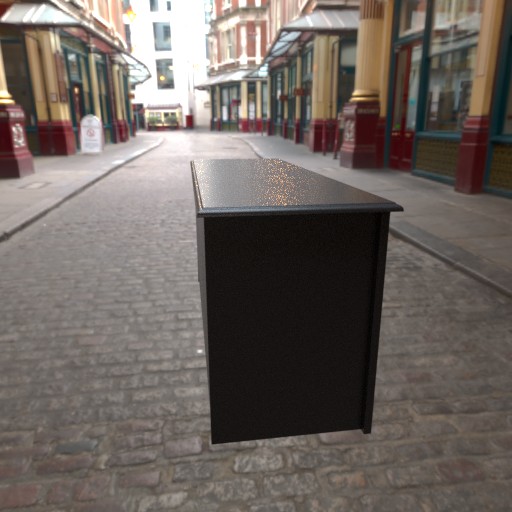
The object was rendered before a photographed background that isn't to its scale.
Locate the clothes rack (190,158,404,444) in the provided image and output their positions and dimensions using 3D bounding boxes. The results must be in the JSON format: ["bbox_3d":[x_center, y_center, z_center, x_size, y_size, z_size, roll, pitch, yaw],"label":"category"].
[{"bbox_3d":[0.000,0.000,1.498,0.406,0.556,1.219,-2,17,-8],"label":"clothes rack"}]
